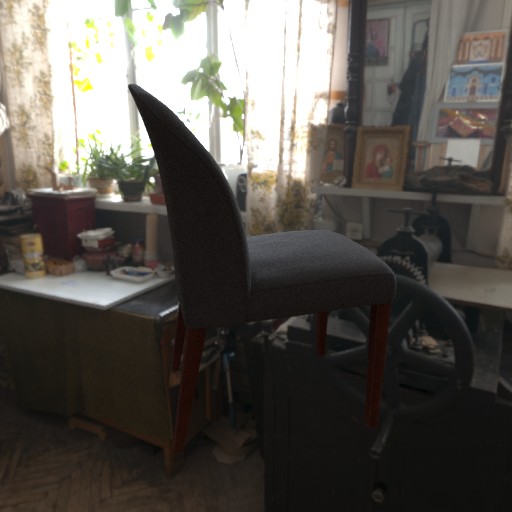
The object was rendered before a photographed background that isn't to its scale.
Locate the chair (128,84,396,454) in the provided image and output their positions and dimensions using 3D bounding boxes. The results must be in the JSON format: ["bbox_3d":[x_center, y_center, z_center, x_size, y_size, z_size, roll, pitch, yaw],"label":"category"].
[{"bbox_3d":[0.000,0.000,1.231,0.619,0.879,0.506,-3,16,-11],"label":"chair"}]
